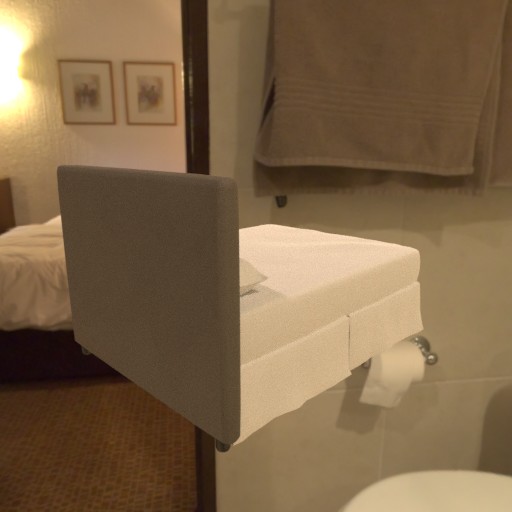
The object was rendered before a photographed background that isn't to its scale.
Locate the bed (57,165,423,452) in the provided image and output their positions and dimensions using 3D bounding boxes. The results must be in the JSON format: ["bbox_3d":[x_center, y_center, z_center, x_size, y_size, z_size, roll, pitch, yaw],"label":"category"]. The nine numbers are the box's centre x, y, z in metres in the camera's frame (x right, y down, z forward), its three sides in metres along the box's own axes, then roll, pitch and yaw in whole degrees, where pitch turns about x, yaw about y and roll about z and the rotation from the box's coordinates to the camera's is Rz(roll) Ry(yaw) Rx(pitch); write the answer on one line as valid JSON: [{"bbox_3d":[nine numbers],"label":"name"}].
[{"bbox_3d":[0.000,0.000,3.223,1.723,1.330,2.142,14,20,43],"label":"bed"}]
